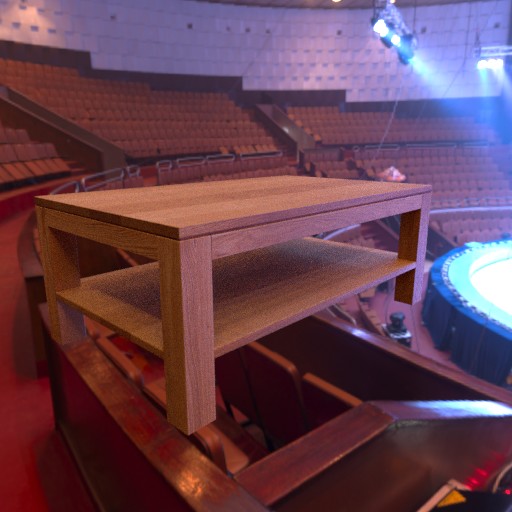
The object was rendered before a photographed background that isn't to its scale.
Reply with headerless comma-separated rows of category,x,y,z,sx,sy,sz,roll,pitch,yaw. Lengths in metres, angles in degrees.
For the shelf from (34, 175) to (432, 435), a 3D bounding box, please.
shelf,0.000,0.000,1.522,0.700,0.450,1.150,13,20,42
